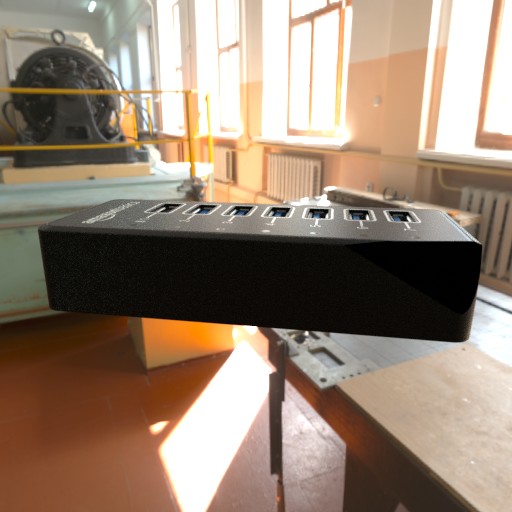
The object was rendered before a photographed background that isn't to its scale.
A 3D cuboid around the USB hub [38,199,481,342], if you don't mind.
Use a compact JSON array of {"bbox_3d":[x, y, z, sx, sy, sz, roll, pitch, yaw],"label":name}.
[{"bbox_3d":[0.000,0.000,0.128,0.110,0.023,0.044,3,17,10],"label":"USB hub"}]
